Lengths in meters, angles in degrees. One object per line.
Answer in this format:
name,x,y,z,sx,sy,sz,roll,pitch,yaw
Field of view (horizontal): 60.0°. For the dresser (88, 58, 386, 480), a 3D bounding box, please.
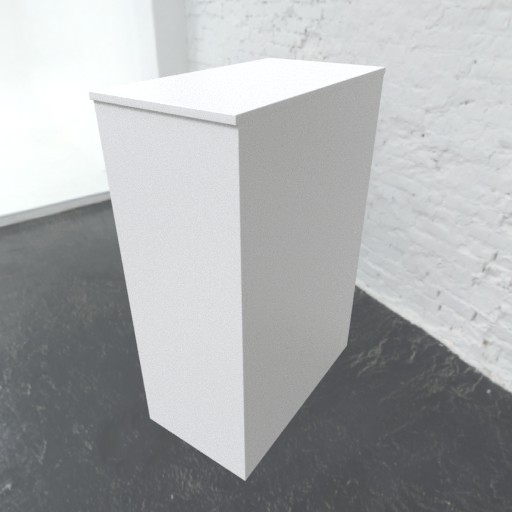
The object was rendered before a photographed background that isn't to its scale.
dresser,0.000,0.000,1.349,0.401,1.021,0.704,19,35,29
